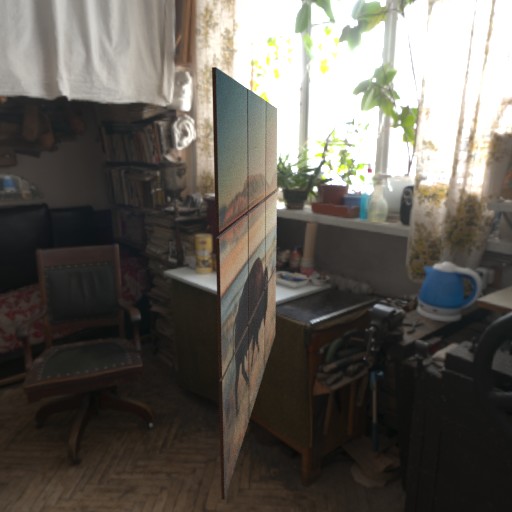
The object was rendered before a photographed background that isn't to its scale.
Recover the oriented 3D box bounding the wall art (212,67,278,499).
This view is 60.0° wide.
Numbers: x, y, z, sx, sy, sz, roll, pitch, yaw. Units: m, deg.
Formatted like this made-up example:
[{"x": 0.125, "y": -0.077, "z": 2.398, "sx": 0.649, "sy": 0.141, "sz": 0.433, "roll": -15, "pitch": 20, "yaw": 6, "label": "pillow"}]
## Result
[{"x": 0.000, "y": 0.000, "z": 2.234, "sx": 0.019, "sy": 1.532, "sz": 1.533, "roll": 2, "pitch": 14, "yaw": 9, "label": "wall art"}]
